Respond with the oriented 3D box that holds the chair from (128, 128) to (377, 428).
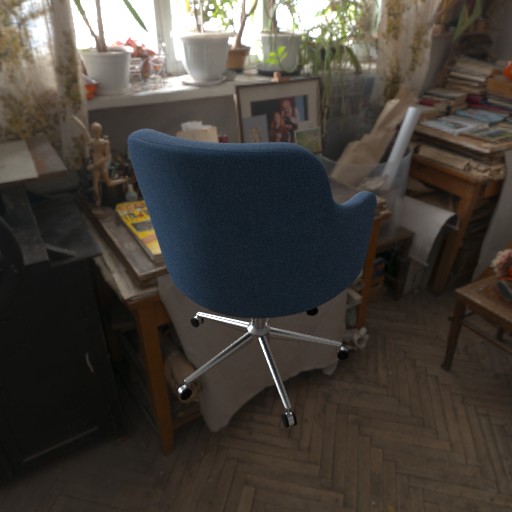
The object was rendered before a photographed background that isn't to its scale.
[{"bbox_3d":[0.000,0.000,1.246,0.599,0.820,0.655,10,33,16],"label":"chair"}]
